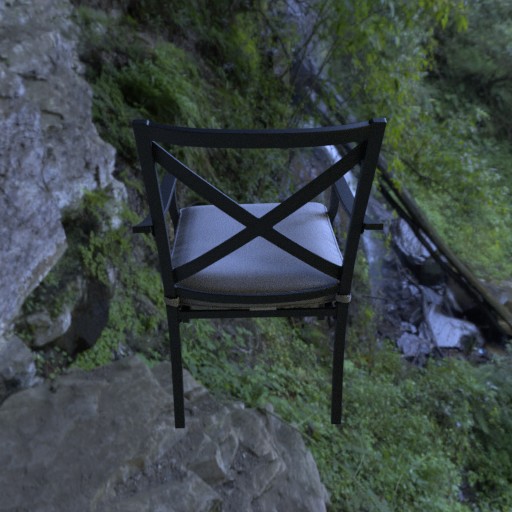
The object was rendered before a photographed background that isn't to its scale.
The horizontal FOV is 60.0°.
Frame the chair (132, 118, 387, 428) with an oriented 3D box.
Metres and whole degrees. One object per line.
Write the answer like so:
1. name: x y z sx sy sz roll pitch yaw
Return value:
1. chair: 0.000 0.000 1.299 0.575 0.889 0.620 -1 29 -2
